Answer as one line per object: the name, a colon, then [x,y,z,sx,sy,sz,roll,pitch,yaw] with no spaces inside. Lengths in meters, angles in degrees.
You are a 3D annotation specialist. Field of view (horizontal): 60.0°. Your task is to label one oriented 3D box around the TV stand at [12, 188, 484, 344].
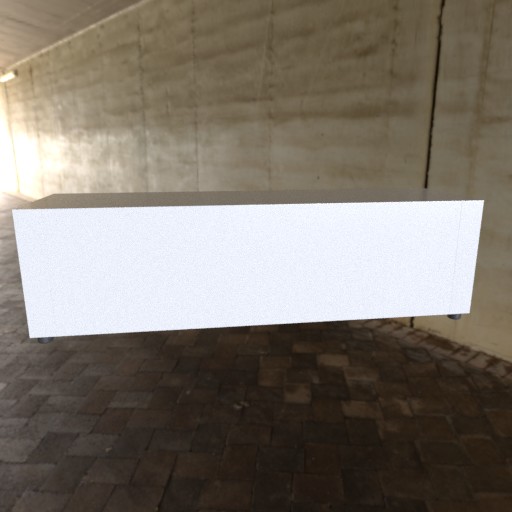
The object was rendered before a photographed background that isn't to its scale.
TV stand: [0.000,0.000,1.650,1.500,0.440,0.410,-2,15,-8]
